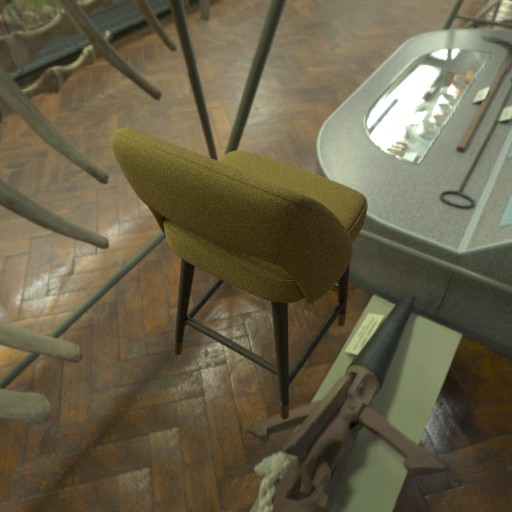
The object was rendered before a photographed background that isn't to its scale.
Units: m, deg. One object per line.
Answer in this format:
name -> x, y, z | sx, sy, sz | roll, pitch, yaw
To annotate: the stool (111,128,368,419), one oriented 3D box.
stool -> 0.000, 0.000, 1.258 | 0.536, 0.939, 0.522 | 25, 51, 22
